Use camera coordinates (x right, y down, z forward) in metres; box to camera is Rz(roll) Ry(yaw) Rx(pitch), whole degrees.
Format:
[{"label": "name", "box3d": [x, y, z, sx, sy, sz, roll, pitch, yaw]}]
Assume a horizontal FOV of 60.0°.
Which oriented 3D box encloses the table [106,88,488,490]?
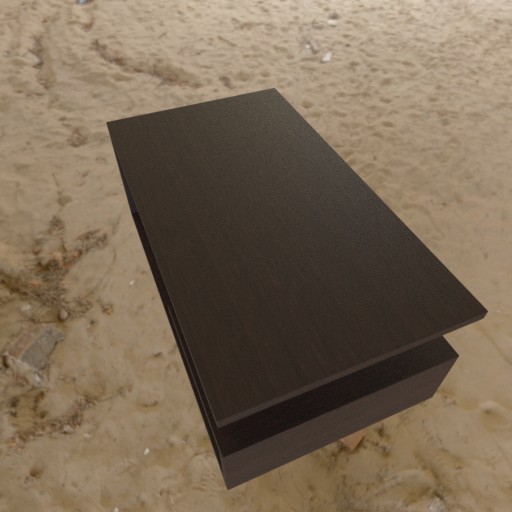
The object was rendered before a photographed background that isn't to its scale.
[{"label": "table", "box3d": [0.000, 0.000, 1.326, 0.590, 0.460, 1.050, -17, 49, -15]}]
